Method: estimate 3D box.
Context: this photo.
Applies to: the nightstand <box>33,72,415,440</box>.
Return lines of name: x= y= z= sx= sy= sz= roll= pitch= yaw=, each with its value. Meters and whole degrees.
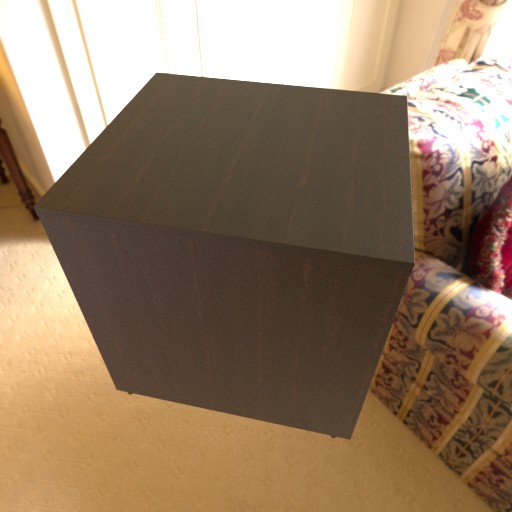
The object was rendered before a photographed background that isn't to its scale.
nightstand: x=0.000 y=0.000 z=0.799 sx=0.461 sy=0.460 sz=0.400 roll=9 pitch=46 yaw=9
